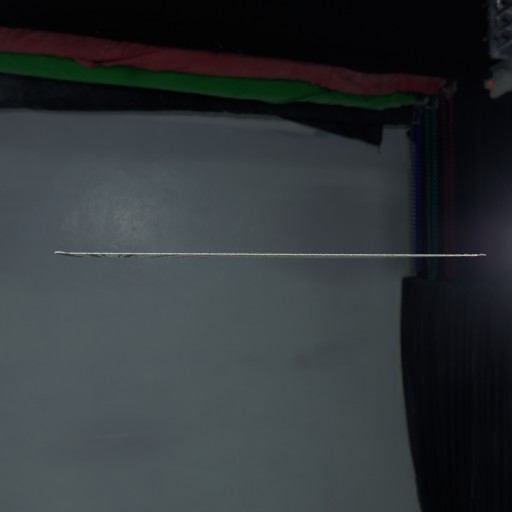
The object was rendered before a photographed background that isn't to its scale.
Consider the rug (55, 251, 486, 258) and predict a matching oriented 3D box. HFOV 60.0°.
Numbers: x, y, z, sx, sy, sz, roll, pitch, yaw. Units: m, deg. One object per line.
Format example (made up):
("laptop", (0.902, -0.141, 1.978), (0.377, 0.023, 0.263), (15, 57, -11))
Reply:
("rug", (0.000, 0.000, 3.859), (3.040, 0.017, 2.030), (0, -1, -18))
